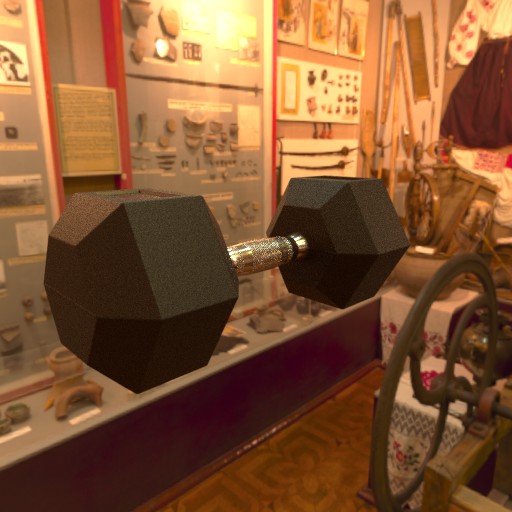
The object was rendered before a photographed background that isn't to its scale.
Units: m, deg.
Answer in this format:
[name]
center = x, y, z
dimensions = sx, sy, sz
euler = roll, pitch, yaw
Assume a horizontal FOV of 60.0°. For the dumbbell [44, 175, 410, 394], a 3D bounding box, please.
[dumbbell]
center = 0.000, 0.000, 0.428
dimensions = 0.361, 0.137, 0.157
euler = -13, 19, -42
